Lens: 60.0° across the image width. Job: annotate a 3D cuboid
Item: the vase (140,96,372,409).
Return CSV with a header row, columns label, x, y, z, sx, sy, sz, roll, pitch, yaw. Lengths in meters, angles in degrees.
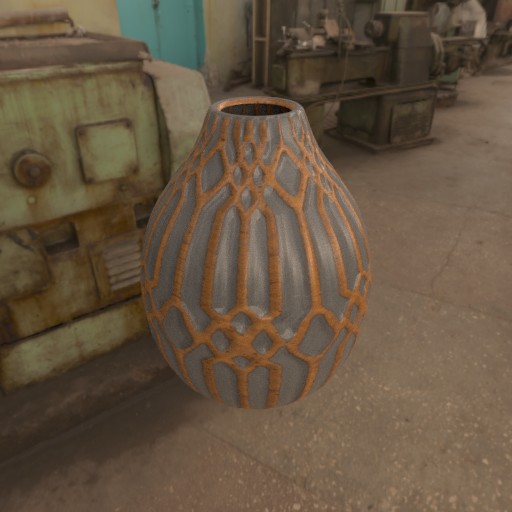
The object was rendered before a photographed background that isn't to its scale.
label,x,y,z,sx,sy,sz,roll,pitch,yaw
vase,0.000,0.000,0.133,0.069,0.088,0.069,0,31,0
